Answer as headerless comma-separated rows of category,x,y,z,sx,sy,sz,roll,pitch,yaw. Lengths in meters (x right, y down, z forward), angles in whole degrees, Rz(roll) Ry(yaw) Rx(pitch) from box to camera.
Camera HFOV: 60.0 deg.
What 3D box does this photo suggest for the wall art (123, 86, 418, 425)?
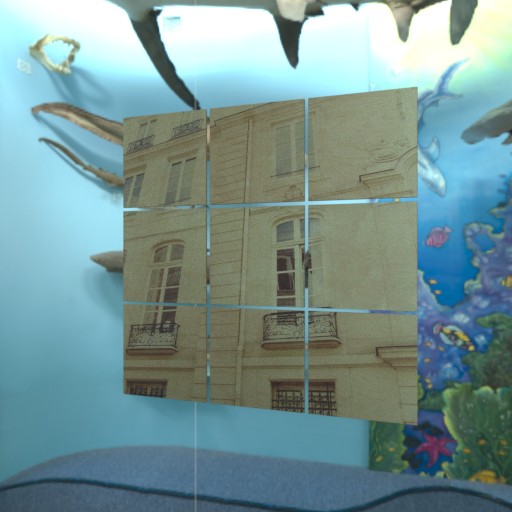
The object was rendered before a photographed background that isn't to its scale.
wall art,0.000,0.000,2.228,1.526,1.522,0.023,0,0,17
